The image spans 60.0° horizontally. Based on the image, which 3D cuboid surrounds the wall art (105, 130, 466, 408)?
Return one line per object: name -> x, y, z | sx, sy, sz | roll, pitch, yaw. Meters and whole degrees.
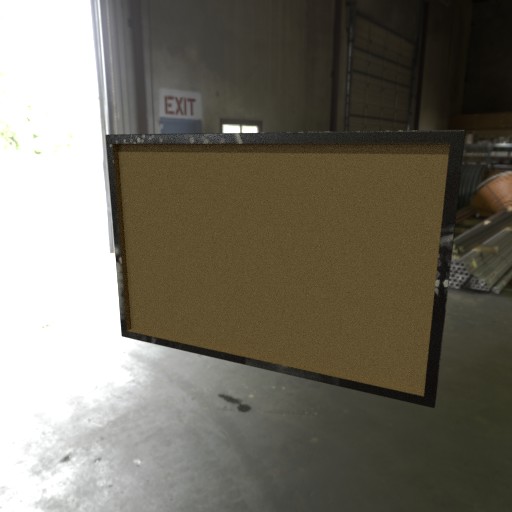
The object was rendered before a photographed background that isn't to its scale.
wall art -> 0.000, 0.000, 1.137 | 0.914, 0.609, 0.038 | 7, 15, 24
